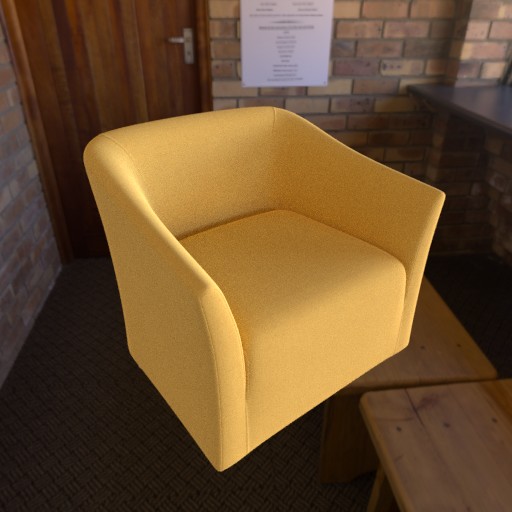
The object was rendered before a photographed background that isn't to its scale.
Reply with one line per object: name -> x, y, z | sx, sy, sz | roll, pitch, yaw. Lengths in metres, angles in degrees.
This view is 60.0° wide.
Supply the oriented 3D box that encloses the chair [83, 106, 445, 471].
chair -> 0.000, 0.000, 1.332 | 0.790, 0.720, 0.700 | -21, 36, -32
